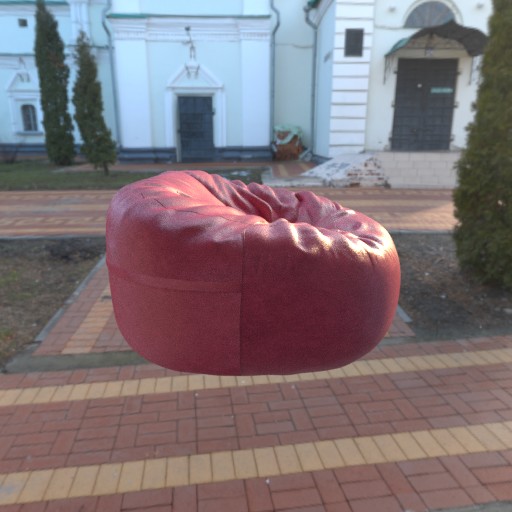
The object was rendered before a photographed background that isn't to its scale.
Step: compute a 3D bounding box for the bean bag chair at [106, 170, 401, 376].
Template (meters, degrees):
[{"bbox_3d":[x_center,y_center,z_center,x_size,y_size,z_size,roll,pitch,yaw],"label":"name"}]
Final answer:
[{"bbox_3d":[0.000,0.000,2.443,1.524,0.878,1.524,2,16,8],"label":"bean bag chair"}]
